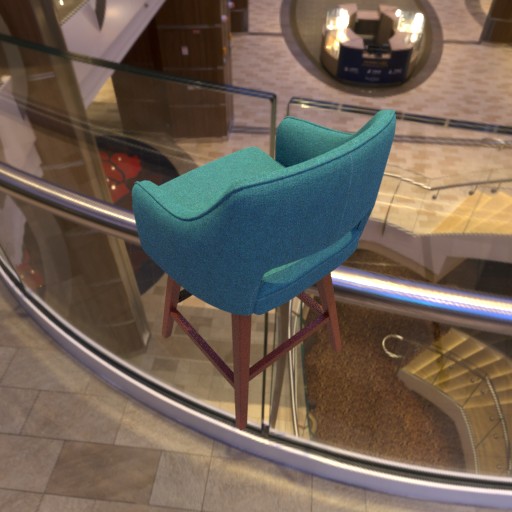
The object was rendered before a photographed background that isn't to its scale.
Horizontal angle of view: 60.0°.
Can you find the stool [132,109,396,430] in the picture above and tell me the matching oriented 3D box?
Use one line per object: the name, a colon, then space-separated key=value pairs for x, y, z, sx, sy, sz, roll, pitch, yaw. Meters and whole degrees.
stool: x=0.000 y=0.000 z=1.285 sx=0.548 sy=0.961 sz=0.556 roll=-31 pitch=53 yaw=-27
